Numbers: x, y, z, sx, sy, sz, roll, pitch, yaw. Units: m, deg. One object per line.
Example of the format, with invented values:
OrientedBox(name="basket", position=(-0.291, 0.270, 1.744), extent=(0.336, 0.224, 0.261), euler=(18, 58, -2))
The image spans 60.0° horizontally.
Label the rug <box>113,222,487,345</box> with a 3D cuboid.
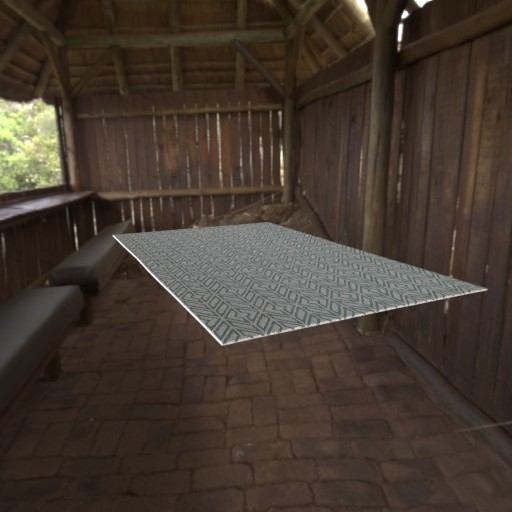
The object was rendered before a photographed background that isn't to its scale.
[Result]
OrientedBox(name="rug", position=(0.000, 0.000, 3.064), extent=(1.517, 0.011, 2.435), euler=(-7, 15, -26))
